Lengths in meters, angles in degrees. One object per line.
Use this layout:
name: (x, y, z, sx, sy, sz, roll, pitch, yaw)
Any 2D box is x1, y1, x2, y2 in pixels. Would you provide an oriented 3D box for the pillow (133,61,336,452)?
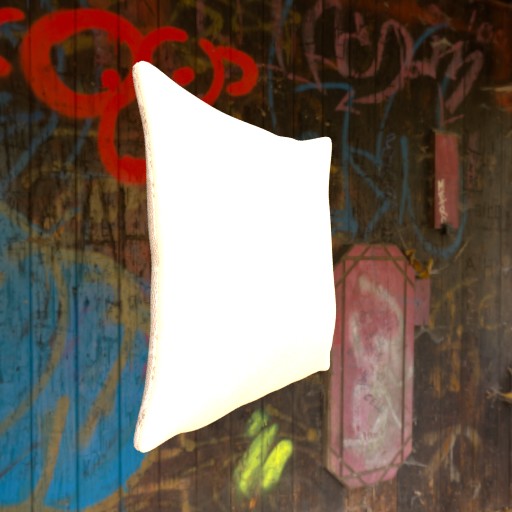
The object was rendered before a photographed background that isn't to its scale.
pillow: (0.000, 0.000, 0.659, 0.138, 0.432, 0.436, 1, 1, 37)
